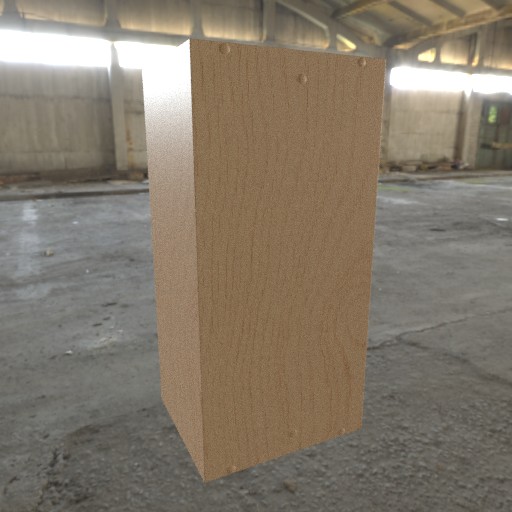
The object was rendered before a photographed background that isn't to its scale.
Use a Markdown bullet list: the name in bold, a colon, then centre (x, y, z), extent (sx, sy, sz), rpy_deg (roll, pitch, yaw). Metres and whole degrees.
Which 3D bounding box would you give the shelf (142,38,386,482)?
- **shelf**: centre (0.000, 0.000, 0.747), extent (0.290, 0.600, 0.250), rpy_deg (-7, 16, -25)
